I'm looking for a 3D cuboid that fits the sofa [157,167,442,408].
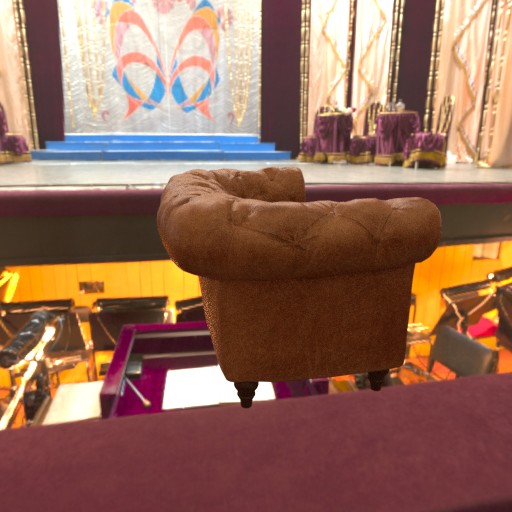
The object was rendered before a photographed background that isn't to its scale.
[{"bbox_3d":[0.000,0.000,2.498,1.042,0.877,1.979,-3,15,-10],"label":"sofa"}]
